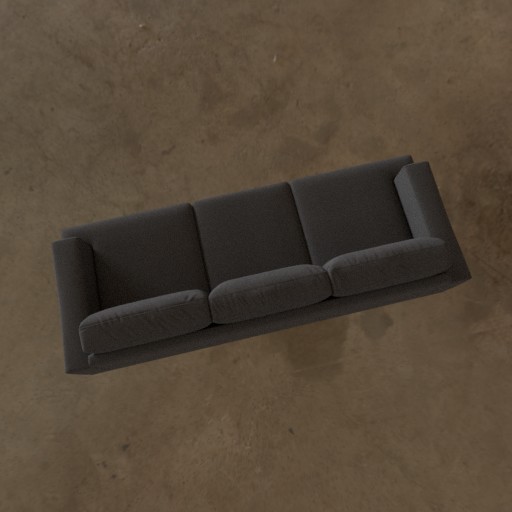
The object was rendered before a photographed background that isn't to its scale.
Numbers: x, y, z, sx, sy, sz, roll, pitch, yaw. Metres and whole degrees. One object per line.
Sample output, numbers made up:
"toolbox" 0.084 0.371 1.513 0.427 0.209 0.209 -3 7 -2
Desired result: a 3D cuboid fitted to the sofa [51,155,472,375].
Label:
"sofa" 0.000 0.000 2.705 2.310 0.810 0.920 -13 75 -4
